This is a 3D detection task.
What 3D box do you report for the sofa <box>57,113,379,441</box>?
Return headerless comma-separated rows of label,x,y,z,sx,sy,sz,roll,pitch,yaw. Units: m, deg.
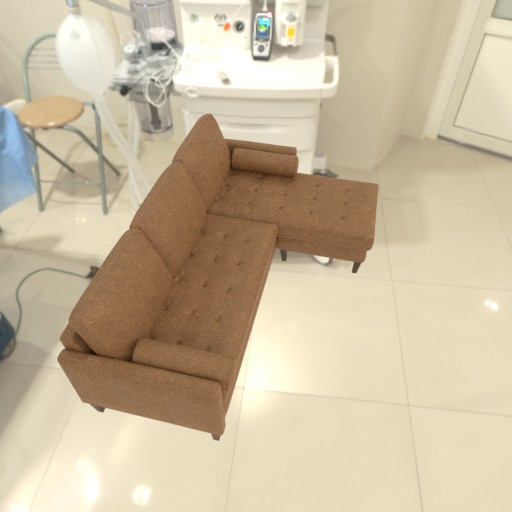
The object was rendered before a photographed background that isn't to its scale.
sofa,0.000,0.000,2.899,1.506,0.876,2.178,10,47,9
